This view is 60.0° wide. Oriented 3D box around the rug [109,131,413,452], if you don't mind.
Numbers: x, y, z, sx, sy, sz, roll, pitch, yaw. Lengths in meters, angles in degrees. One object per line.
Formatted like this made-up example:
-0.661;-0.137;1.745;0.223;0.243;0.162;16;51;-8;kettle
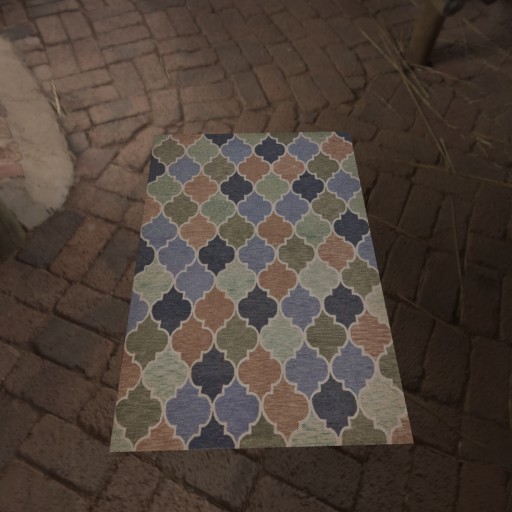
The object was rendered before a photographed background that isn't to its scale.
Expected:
0.000;0.000;2.838;1.521;0.006;2.284;-1;57;-1;rug
